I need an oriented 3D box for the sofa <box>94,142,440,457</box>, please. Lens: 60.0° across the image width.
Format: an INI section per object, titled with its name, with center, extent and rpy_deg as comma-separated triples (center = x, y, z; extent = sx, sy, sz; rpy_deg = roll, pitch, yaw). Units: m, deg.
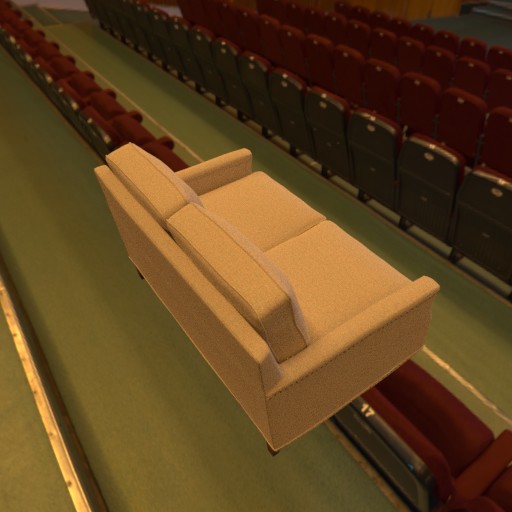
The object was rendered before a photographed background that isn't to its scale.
[sofa]
center = 0.000, 0.000, 2.365
extent = 1.084, 1.003, 1.597
rpy_deg = -26, 48, -26
